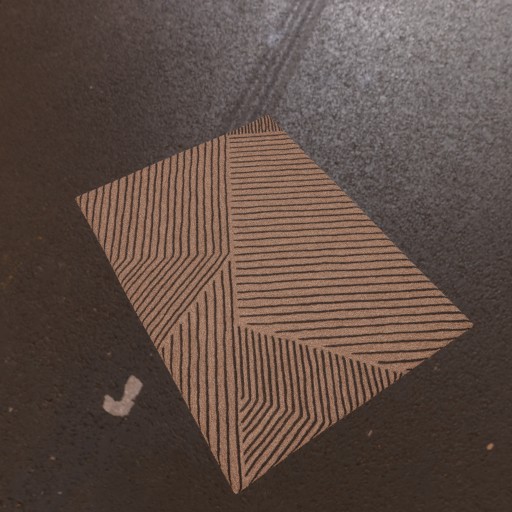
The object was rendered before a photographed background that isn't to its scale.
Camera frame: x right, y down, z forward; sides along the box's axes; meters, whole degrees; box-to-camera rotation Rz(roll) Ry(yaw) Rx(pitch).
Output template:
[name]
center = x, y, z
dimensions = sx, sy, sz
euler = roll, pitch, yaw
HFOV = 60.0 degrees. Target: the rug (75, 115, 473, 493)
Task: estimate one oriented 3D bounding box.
[rug]
center = 0.000, 0.000, 3.195
dimensions = 1.829, 0.028, 2.449
euler = -28, 62, -17
